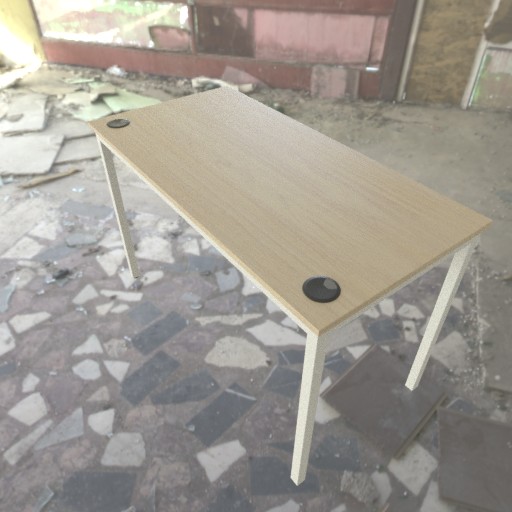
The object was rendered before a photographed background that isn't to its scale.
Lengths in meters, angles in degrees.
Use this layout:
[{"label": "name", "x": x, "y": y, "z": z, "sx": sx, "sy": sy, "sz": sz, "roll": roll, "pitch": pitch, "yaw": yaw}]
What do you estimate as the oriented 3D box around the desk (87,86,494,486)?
[{"label": "desk", "x": 0.000, "y": 0.000, "z": 1.588, "sx": 0.600, "sy": 0.750, "sz": 1.200, "roll": -26, "pitch": 47, "yaw": -27}]
